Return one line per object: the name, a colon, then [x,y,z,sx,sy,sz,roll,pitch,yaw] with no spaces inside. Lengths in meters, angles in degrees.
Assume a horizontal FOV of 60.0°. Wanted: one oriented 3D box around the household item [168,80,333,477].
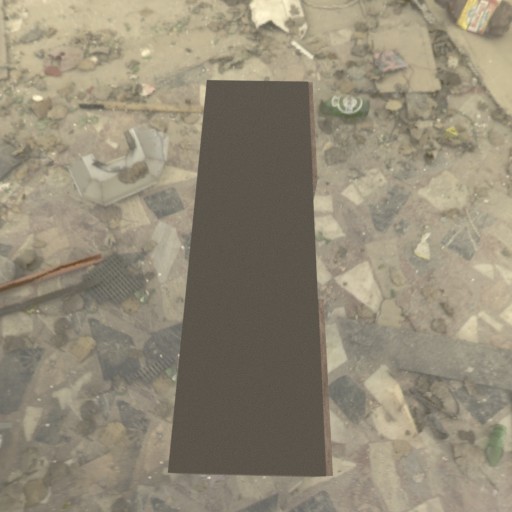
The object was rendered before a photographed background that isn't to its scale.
household item: [0.000,0.000,1.578,0.420,0.310,1.400,1,63,1]
